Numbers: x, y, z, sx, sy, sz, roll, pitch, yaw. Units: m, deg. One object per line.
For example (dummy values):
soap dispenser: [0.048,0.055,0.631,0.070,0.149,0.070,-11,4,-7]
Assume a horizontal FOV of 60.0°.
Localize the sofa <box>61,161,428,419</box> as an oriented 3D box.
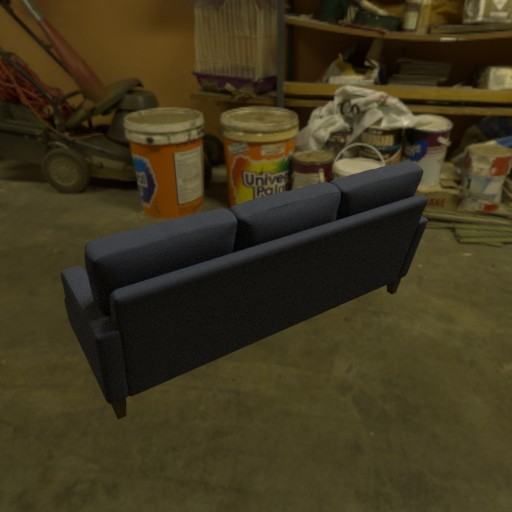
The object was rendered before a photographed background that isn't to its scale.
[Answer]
sofa: [0.000,0.000,2.679,2.115,0.984,0.888,-18,34,-29]
